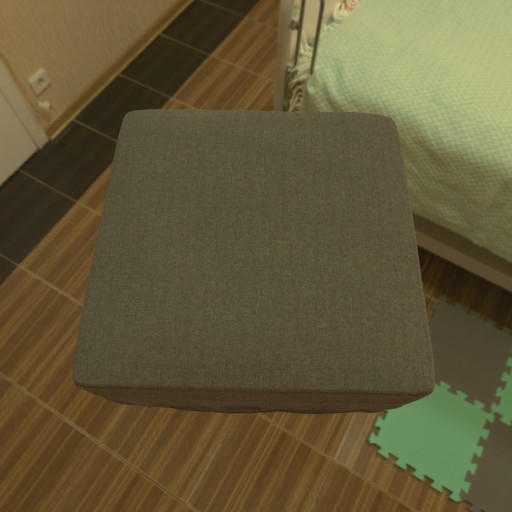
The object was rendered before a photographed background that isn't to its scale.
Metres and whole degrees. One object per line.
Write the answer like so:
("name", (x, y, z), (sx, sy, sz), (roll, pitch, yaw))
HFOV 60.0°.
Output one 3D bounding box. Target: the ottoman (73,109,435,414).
("ottoman", (0.000, 0.000, 1.309), (0.843, 0.436, 0.840), (1, 64, 1))
